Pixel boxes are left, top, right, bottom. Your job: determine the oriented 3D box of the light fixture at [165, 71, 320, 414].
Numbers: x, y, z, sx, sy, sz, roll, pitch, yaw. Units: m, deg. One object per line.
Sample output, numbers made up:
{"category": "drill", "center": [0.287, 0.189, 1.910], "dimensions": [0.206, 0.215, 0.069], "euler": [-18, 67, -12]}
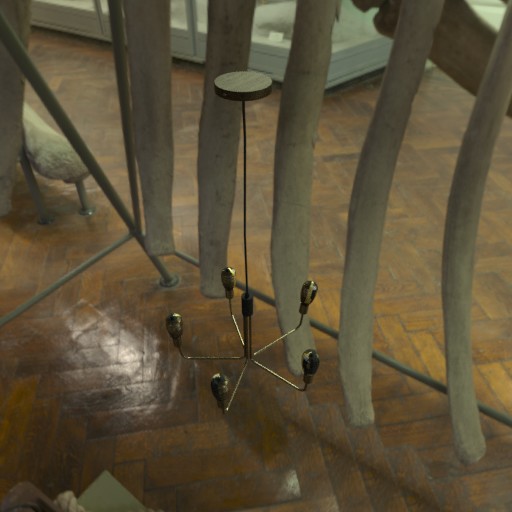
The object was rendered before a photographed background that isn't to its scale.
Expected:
{"category": "light fixture", "center": [0.000, 0.000, 1.364], "dimensions": [0.532, 1.059, 0.588], "euler": [26, 47, 27]}
